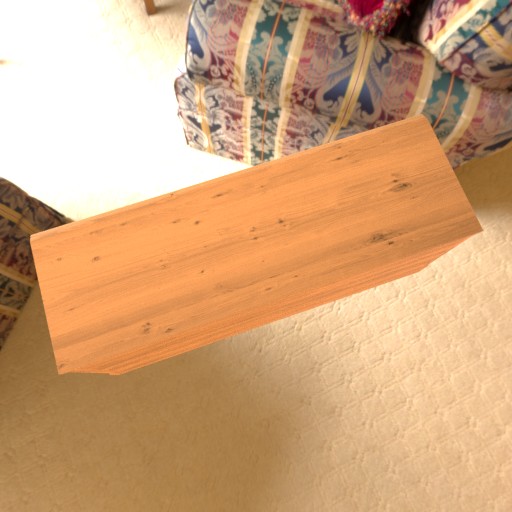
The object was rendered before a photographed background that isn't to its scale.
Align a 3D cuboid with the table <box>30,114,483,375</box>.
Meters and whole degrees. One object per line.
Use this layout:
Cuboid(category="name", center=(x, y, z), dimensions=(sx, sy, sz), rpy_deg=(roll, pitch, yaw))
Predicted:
Cuboid(category="table", center=(0.000, 0.000, 1.478), dimensions=(1.200, 0.510, 0.400), rpy_deg=(-18, 76, -5))
